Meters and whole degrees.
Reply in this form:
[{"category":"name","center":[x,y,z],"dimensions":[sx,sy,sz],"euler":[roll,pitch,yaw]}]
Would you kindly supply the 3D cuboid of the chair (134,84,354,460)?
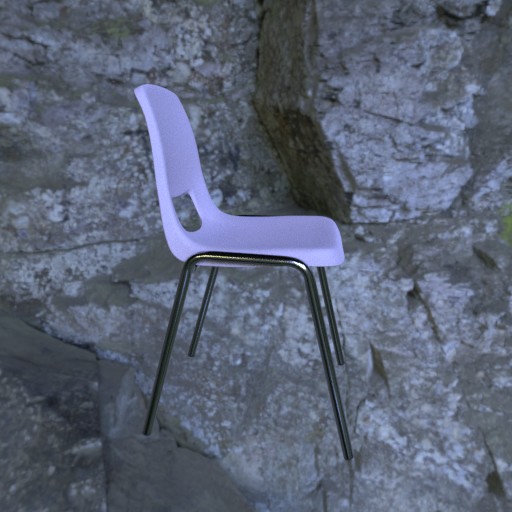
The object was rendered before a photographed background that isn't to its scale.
[{"category":"chair","center":[0.000,0.000,0.969],"dimensions":[0.436,0.704,0.381],"euler":[2,16,8]}]
